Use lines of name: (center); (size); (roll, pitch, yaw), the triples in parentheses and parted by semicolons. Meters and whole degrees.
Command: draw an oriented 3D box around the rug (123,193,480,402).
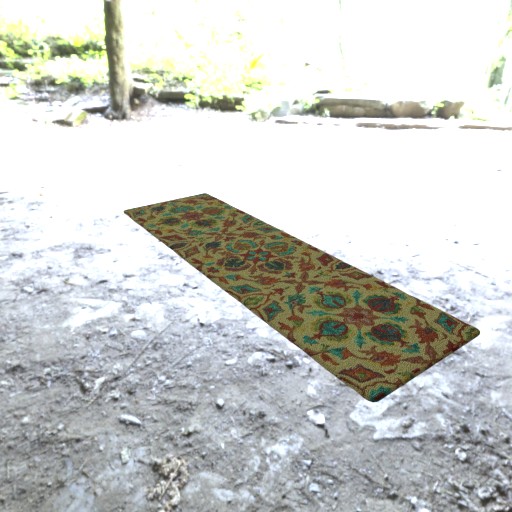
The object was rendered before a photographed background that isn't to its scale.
rug: (0.000, 0.000, 2.487); (0.693, 0.016, 2.273); (-18, 31, -32)
